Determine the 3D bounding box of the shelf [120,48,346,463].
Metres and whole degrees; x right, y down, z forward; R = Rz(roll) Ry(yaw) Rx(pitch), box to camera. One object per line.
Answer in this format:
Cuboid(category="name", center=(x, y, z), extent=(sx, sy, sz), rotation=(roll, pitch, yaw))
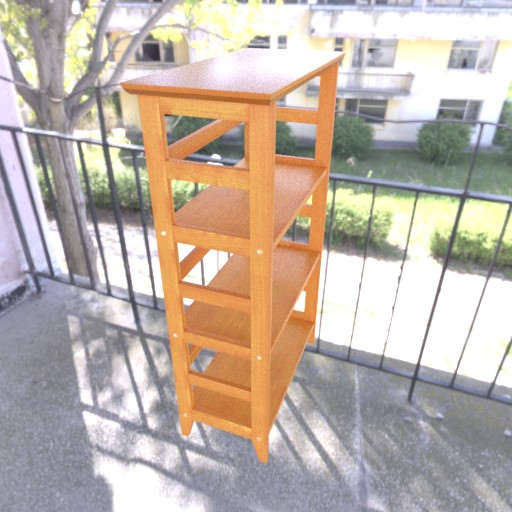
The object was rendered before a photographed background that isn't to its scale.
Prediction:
Cuboid(category="shelf", center=(0.000, 0.000, 1.332), extent=(0.305, 1.067, 0.660), rotation=(11, 32, 18))
